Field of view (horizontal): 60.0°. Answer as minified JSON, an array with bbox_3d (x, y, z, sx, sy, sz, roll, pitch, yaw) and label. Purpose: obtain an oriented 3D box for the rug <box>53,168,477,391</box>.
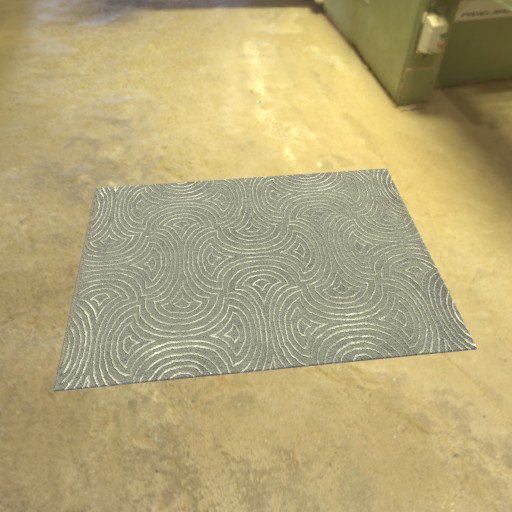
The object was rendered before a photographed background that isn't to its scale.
[{"bbox_3d":[0.000,0.000,2.738,2.144,0.015,1.543,-5,48,-4],"label":"rug"}]
